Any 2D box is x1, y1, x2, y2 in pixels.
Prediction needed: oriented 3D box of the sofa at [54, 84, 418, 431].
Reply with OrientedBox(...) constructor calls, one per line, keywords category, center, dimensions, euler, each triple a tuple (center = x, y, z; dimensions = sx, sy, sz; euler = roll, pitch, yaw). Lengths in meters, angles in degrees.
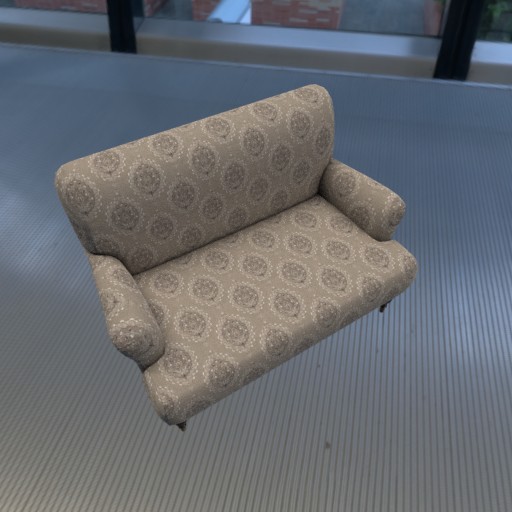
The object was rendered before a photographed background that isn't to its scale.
OrientedBox(category="sofa", center=(0.000, 0.000, 1.832), dimensions=(1.297, 0.889, 0.779), euler=(-25, 52, -21))
